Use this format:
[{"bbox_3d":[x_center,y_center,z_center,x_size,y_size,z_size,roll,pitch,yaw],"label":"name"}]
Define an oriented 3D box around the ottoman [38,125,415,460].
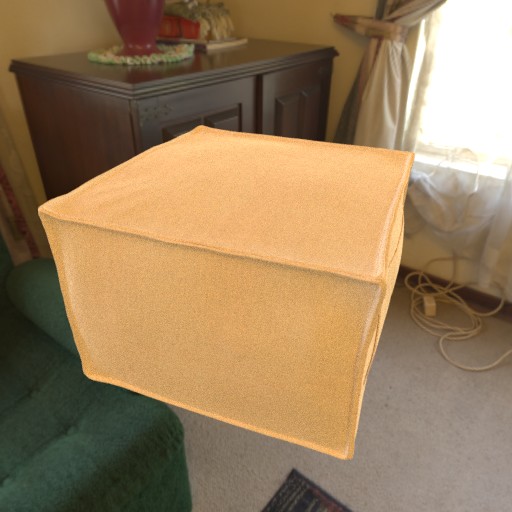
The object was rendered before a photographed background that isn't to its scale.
[{"bbox_3d":[0.000,0.000,1.137,0.696,0.470,0.707,11,33,18],"label":"ottoman"}]
